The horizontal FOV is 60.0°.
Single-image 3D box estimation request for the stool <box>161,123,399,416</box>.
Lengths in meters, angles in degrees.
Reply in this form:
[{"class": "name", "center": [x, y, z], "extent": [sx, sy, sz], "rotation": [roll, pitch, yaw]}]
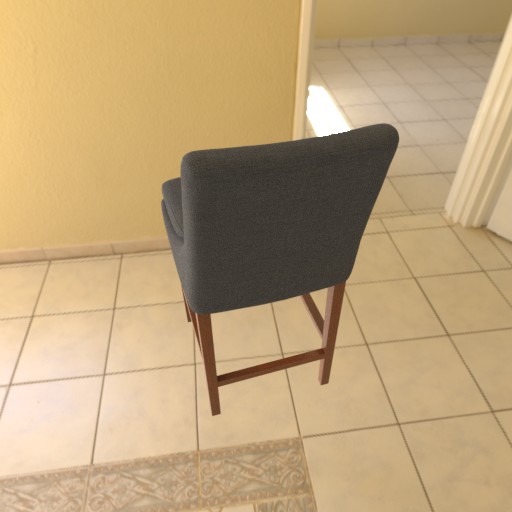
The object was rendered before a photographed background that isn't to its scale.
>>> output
[{"class": "stool", "center": [0.000, 0.000, 1.294], "extent": [0.470, 0.981, 0.577], "rotation": [-12, 43, -13]}]
